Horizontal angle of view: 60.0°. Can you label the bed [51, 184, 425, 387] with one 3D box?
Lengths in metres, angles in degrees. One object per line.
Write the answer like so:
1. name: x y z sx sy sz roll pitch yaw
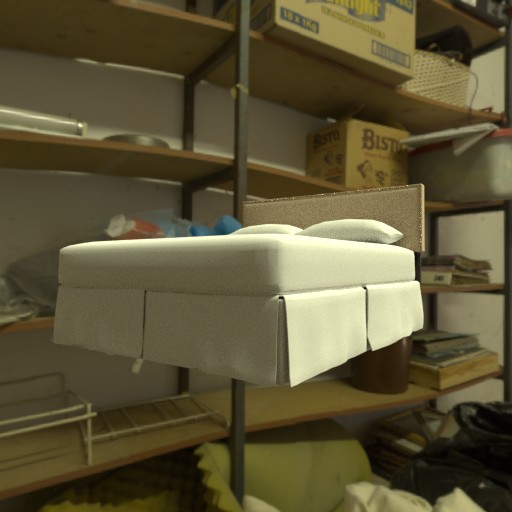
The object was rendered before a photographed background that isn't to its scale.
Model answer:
1. bed: 0.000 0.000 2.821 1.616 1.016 1.876 -1 -1 36
